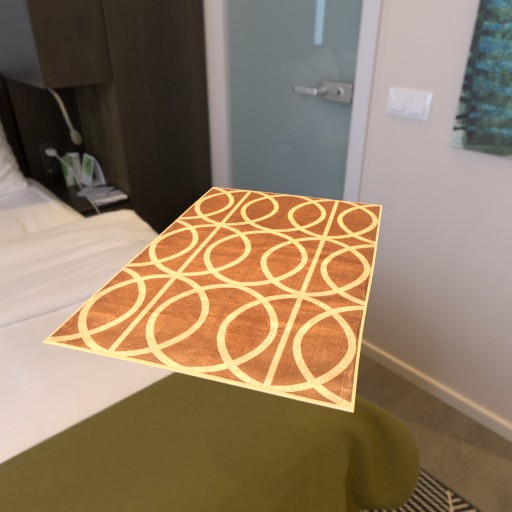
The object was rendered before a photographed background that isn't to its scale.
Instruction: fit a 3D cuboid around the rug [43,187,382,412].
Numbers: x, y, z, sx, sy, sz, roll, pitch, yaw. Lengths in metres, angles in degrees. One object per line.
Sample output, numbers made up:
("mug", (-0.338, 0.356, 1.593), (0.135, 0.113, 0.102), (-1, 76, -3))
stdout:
("rug", (0.000, 0.000, 2.954), (1.526, 0.014, 2.290), (8, 30, 15))
